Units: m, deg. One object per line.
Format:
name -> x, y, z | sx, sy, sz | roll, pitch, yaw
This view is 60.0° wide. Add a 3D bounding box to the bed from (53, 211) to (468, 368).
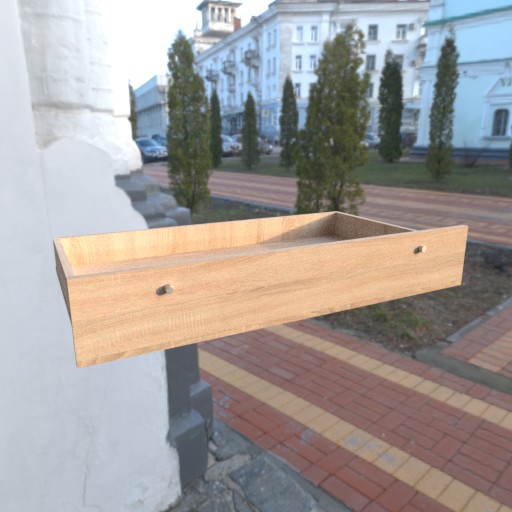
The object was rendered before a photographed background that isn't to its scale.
bed -> 0.000, 0.000, 1.470 | 1.200, 0.209, 0.685 | -8, 17, -26
